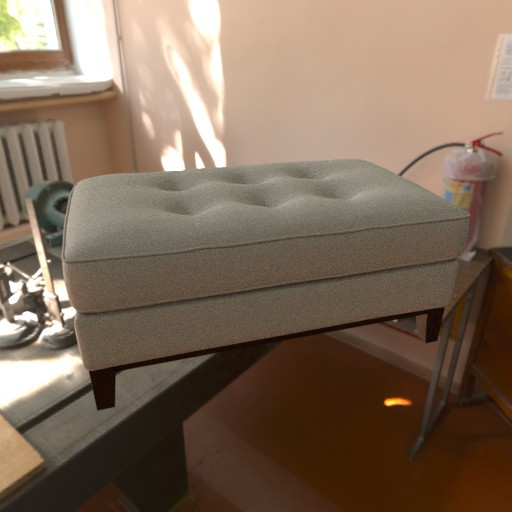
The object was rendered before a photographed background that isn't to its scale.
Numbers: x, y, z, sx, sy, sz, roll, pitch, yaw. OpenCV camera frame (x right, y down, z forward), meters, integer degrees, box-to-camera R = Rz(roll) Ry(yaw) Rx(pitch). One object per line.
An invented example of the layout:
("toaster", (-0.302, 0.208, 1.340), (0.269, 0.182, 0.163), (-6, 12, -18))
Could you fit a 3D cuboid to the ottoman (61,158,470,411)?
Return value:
("ottoman", (0.000, 0.000, 1.492), (1.143, 0.508, 0.648), (-7, 27, -15))
